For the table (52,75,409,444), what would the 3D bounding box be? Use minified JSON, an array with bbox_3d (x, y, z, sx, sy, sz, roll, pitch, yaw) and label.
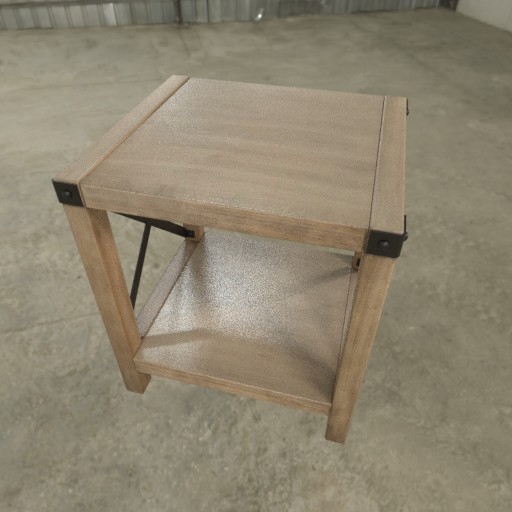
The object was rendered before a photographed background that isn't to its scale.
[{"bbox_3d":[0.000,0.000,0.935,0.510,0.561,0.459,10,42,11],"label":"table"}]
